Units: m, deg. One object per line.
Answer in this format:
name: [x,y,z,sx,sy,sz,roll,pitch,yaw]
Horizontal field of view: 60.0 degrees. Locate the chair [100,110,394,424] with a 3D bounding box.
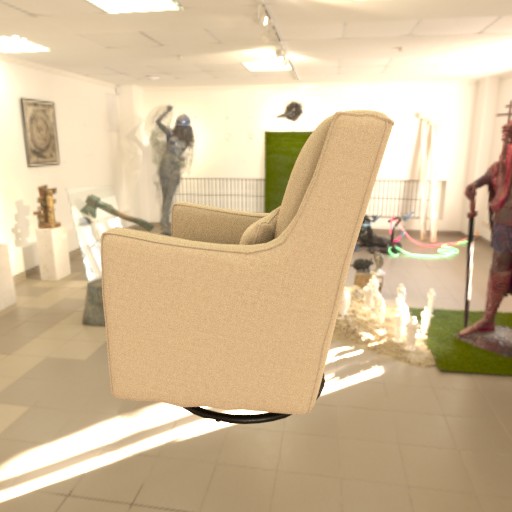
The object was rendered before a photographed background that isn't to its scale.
chair: [0.000,0.000,1.617,0.879,0.993,0.732,2,14,8]
